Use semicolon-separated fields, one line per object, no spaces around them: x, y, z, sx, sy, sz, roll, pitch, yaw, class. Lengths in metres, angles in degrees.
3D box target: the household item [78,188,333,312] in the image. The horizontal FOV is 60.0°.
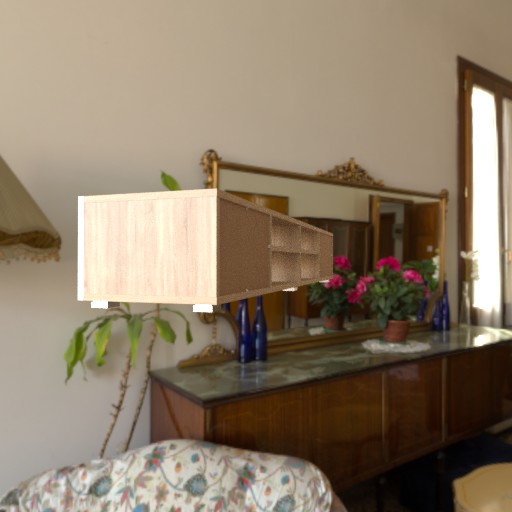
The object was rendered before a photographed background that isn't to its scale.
0.000;0.000;2.041;0.420;0.310;1.850;0;-1;19;household item
